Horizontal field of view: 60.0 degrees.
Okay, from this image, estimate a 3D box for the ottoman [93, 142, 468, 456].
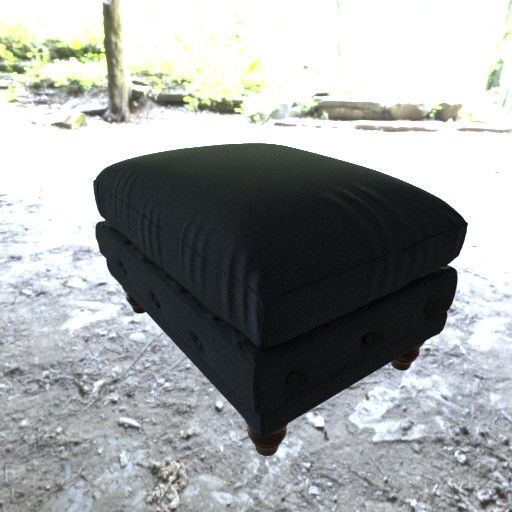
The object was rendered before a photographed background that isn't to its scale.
[{"bbox_3d":[0.000,0.000,1.102,0.558,0.486,0.767,-18,31,-32],"label":"ottoman"}]
